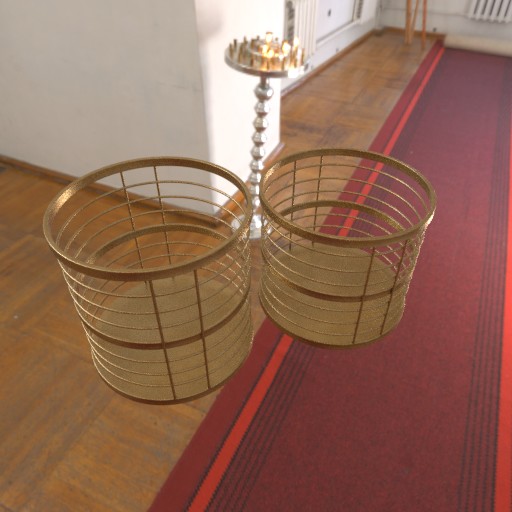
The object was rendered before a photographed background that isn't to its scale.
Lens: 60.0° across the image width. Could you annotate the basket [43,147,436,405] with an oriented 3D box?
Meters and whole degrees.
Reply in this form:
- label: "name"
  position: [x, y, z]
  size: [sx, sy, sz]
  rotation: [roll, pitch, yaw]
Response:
- label: "basket"
  position: [0.000, 0.000, 0.938]
  size: [0.746, 0.351, 0.356]
  rotation: [-13, 42, -15]
